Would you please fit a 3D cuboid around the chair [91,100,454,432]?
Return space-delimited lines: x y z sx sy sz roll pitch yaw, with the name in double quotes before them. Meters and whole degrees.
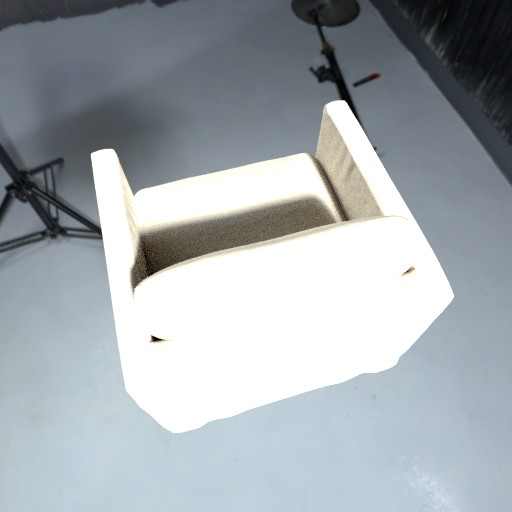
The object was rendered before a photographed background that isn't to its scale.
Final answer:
"chair" 0.000 0.000 1.734 1.057 0.867 0.949 -14 61 -8
